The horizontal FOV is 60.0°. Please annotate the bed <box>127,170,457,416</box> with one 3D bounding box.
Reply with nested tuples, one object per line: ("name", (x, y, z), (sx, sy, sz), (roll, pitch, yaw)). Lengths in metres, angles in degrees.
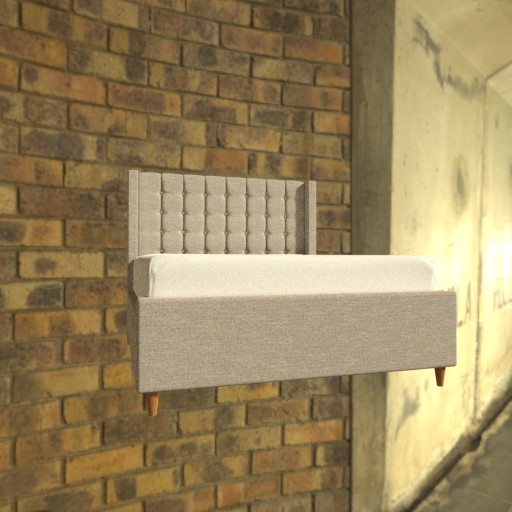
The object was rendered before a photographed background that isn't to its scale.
("bed", (0.000, 0.000, 3.747), (2.044, 1.748, 2.372), (0, -1, -17))
